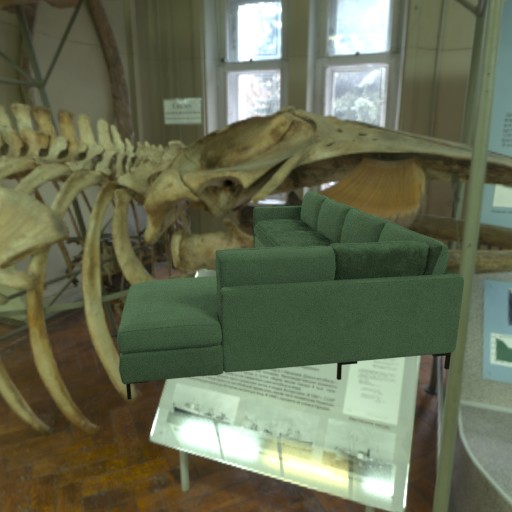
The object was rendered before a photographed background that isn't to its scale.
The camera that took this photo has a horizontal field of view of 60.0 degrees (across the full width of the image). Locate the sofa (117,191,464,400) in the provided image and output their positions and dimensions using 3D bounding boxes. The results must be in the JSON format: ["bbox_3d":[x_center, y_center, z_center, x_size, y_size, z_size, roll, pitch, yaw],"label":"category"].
[{"bbox_3d":[0.000,0.000,3.266,1.707,0.687,2.486,-3,15,-10],"label":"sofa"}]
